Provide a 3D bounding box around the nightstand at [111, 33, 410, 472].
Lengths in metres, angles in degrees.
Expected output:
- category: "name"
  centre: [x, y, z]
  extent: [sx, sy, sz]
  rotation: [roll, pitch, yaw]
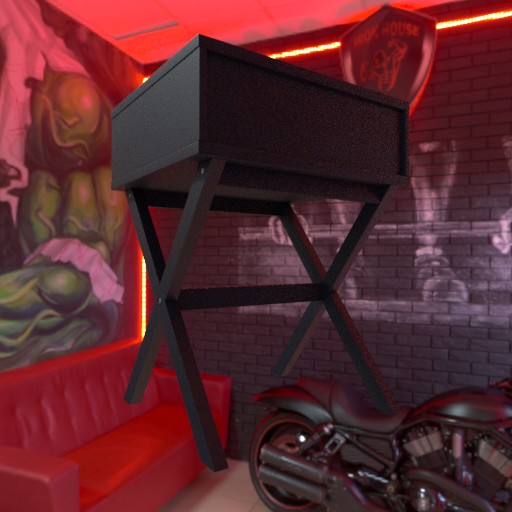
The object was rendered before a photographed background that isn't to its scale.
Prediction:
- category: "nightstand"
  centre: [0.000, 0.000, 0.922]
  extent: [0.479, 0.623, 0.402]
  rotation: [0, -1, -35]
